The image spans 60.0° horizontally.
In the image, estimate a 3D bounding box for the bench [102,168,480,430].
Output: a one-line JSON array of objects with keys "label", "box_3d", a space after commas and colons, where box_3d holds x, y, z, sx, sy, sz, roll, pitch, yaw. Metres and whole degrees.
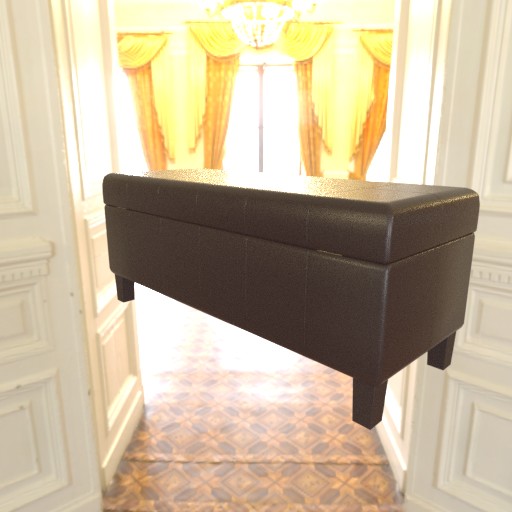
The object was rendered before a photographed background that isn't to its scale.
[{"label": "bench", "box_3d": [0.000, 0.000, 1.328, 0.429, 0.457, 1.092, -14, 20, -43]}]
